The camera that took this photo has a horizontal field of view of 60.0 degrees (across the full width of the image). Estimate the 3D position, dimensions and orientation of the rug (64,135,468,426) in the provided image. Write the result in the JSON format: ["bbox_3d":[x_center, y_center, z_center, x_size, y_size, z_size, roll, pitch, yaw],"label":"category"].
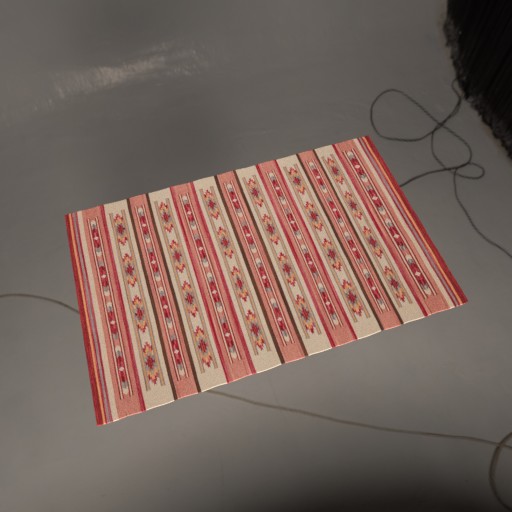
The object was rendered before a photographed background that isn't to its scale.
[{"bbox_3d":[0.000,0.000,3.066,2.431,0.010,1.535,-16,63,-9],"label":"rug"}]
